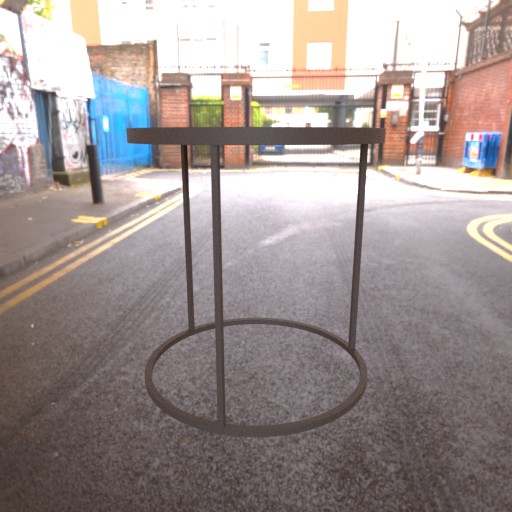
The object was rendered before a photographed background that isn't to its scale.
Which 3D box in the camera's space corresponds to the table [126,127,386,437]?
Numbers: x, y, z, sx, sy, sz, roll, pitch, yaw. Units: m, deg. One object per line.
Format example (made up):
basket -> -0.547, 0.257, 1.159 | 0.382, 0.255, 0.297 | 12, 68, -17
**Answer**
table -> 0.000, 0.000, 0.899 | 0.470, 0.498, 0.470 | 0, 15, 0
